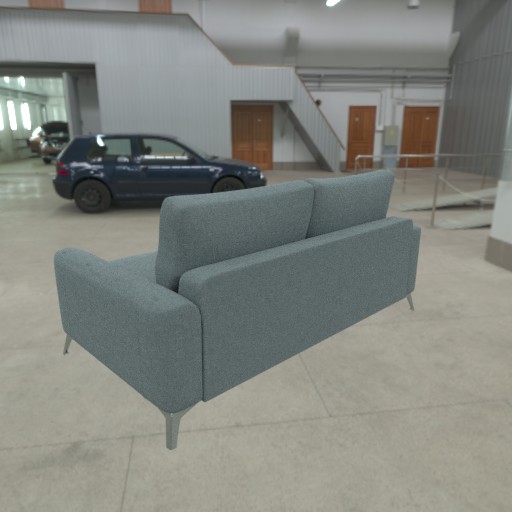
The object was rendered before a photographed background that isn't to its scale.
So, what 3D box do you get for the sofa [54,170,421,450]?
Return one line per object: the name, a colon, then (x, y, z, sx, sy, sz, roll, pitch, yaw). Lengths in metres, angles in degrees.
sofa: (0.000, 0.000, 2.172, 1.650, 0.790, 0.920, -15, 22, -42)
